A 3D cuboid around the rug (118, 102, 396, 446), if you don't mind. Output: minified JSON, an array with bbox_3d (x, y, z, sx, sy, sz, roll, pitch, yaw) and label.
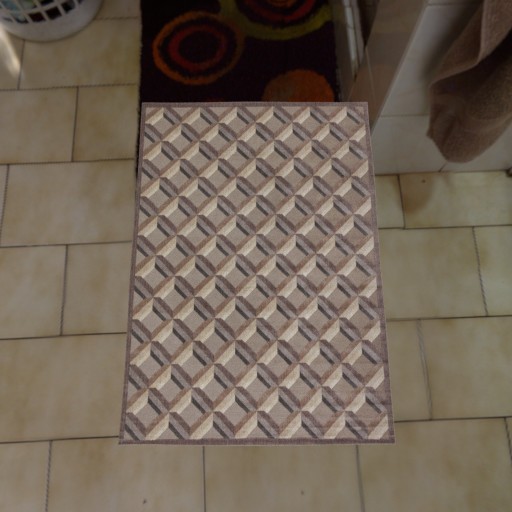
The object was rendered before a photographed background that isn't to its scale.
[{"bbox_3d":[0.000,0.000,2.845,1.600,0.013,2.260,0,75,0],"label":"rug"}]
